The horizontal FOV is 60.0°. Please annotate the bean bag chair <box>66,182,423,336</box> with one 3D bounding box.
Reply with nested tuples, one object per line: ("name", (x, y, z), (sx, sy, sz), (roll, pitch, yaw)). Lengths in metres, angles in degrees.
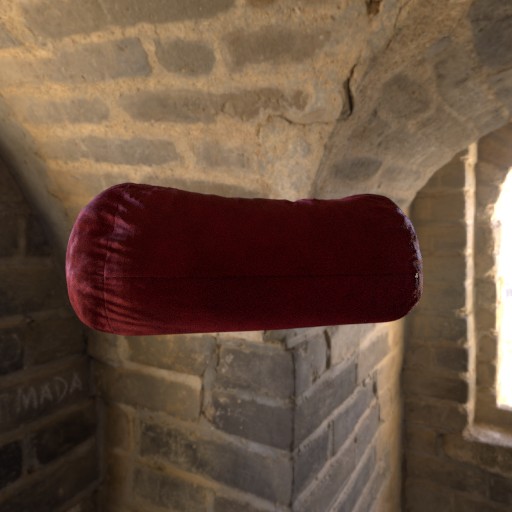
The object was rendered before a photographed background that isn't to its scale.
("bean bag chair", (0.000, 0.000, 2.902), (2.293, 0.867, 1.216), (0, 0, -18))
